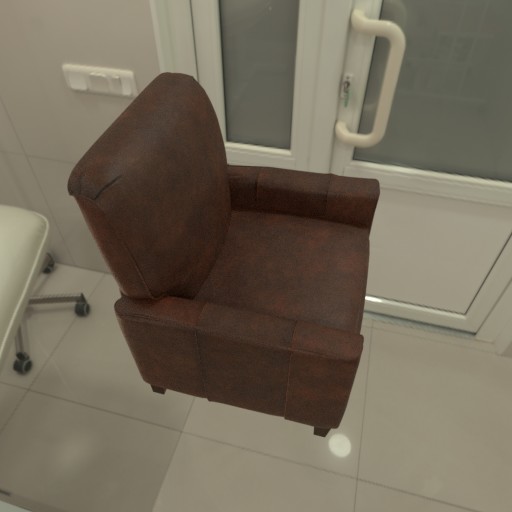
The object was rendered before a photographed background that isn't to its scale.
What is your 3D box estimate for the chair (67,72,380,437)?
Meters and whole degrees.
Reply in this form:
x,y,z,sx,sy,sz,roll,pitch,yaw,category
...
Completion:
x,y,z,sx,sy,sz,roll,pitch,yaw,category
0.000,0.000,1.609,0.836,1.043,0.843,11,48,10,chair
